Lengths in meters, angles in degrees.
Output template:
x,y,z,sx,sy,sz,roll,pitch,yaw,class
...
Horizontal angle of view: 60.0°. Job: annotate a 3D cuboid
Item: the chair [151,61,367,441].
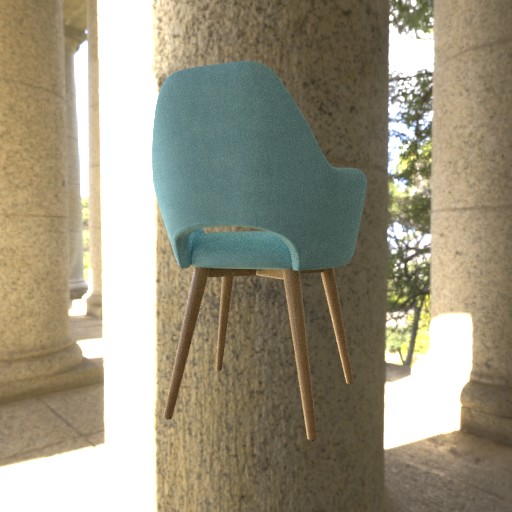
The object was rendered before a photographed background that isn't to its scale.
x,y,z,sx,sy,sz,roll,pitch,yaw,class
0.000,0.000,1.234,0.590,0.840,0.610,1,2,18,chair
